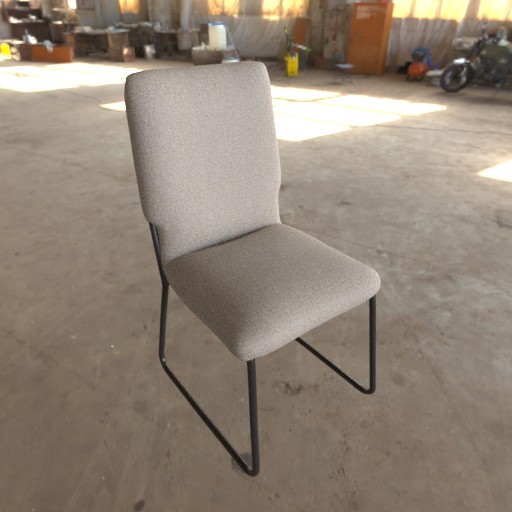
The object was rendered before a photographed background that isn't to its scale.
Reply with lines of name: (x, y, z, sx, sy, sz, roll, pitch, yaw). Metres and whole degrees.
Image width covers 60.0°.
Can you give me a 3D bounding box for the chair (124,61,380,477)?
chair: (0.000, 0.000, 1.143, 0.448, 0.864, 0.560, -21, 36, -31)
